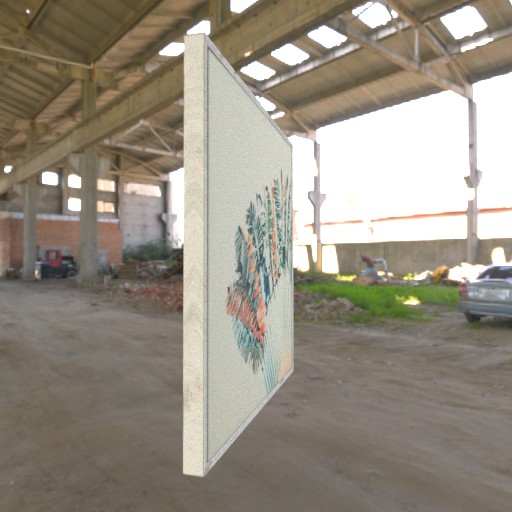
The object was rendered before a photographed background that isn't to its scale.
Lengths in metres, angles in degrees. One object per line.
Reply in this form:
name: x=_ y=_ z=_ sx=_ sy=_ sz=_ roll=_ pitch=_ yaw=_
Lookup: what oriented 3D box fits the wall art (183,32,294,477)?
wall art: x=0.000 y=0.000 z=1.123 sx=0.038 sy=0.757 sz=0.760 roll=0 pitch=-1 yaw=16
